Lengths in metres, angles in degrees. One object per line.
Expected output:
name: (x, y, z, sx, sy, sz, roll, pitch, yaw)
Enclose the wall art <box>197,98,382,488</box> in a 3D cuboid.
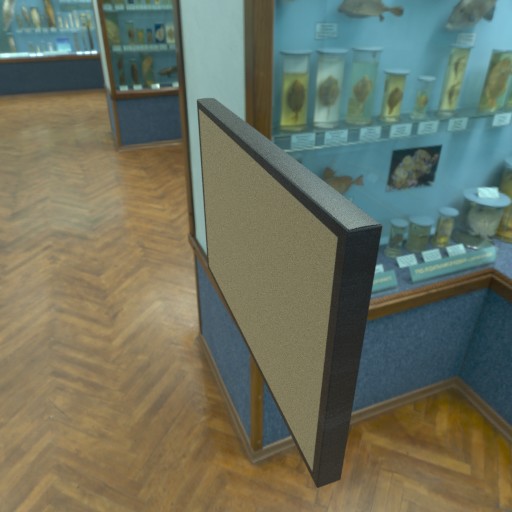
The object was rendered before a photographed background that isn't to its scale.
wall art: (0.000, 0.000, 0.766, 0.038, 0.409, 0.610, -11, 33, -17)
